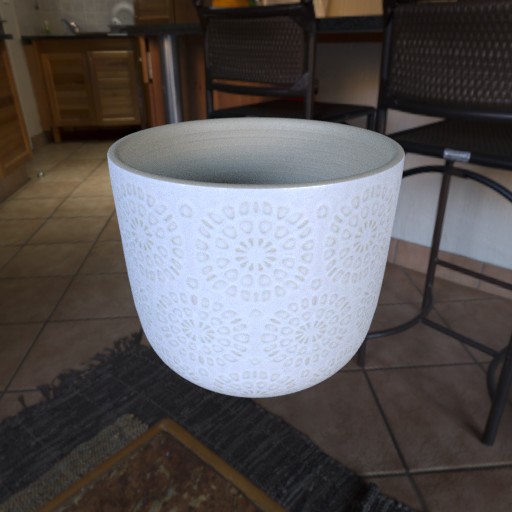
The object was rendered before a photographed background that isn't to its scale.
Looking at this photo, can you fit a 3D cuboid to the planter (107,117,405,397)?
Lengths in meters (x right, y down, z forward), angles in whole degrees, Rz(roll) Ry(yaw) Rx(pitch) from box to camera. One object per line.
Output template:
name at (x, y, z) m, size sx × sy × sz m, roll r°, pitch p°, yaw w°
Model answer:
planter at (0.000, 0.000, 0.298) m, size 0.170 × 0.152 × 0.170 m, roll 0°, pitch 27°, yaw 0°
